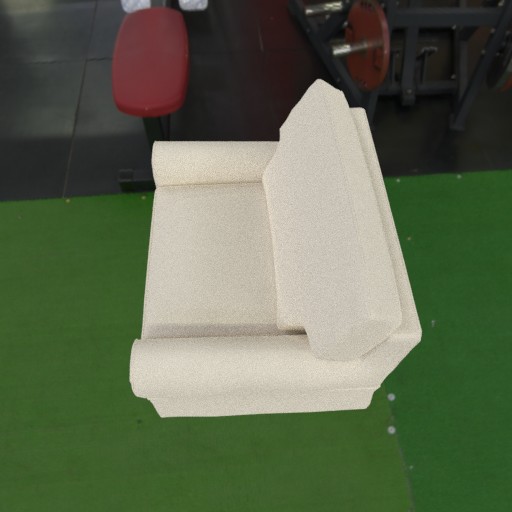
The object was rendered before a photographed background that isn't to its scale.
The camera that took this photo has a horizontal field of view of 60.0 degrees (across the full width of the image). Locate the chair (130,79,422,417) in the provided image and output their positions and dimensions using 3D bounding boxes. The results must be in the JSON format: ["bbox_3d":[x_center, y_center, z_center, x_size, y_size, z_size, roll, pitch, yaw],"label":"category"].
[{"bbox_3d":[0.000,0.000,1.757,0.904,0.958,1.099,-2,58,-1],"label":"chair"}]
